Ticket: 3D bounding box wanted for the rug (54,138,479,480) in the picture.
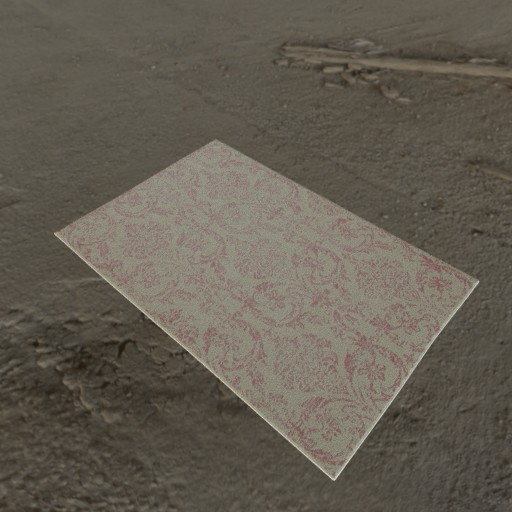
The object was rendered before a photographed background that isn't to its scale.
[{"bbox_3d":[0.000,0.000,3.395,2.746,0.018,1.819,34,56,27],"label":"rug"}]
